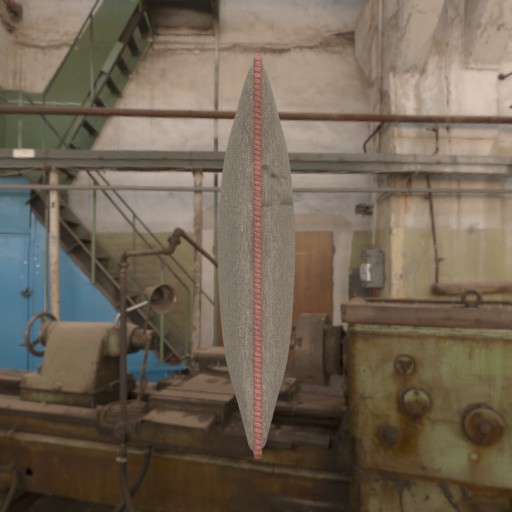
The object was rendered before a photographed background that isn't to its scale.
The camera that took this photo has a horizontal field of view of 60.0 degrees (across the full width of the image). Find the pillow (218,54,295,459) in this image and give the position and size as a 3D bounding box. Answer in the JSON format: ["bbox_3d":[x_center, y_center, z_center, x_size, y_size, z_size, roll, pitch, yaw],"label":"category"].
[{"bbox_3d":[0.000,0.000,0.751,0.124,0.491,0.482,0,-1,-1],"label":"pillow"}]
